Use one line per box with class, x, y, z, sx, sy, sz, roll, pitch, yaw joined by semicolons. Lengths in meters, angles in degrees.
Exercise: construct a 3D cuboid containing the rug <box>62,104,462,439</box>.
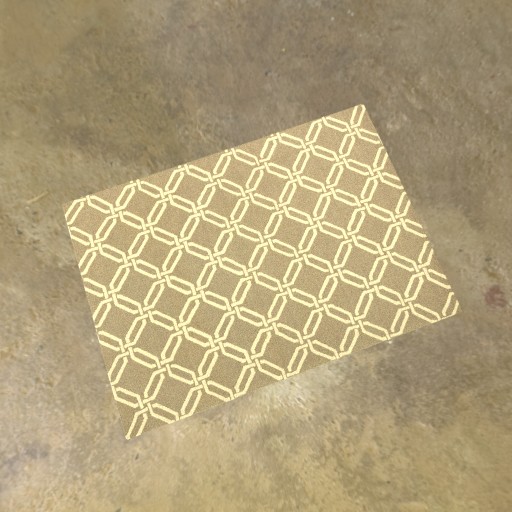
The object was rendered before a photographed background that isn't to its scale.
rug;0.000;0.000;4.467;3.419;0.020;2.441;-20;77;-5
